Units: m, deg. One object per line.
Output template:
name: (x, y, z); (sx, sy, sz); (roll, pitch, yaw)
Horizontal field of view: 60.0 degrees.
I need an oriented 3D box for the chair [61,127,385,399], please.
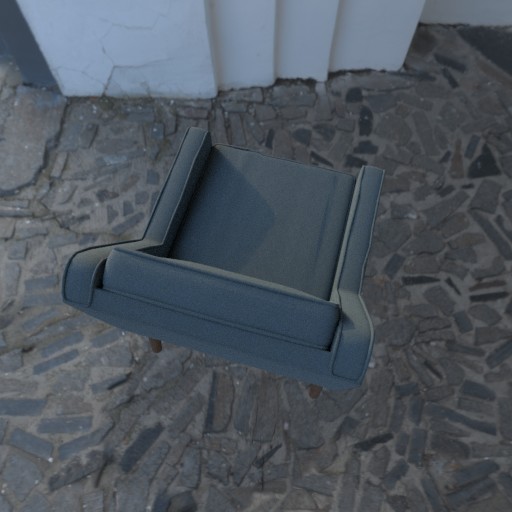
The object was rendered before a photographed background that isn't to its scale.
chair: (0.000, 0.000, 1.339); (0.663, 0.780, 0.733); (14, 65, 7)
